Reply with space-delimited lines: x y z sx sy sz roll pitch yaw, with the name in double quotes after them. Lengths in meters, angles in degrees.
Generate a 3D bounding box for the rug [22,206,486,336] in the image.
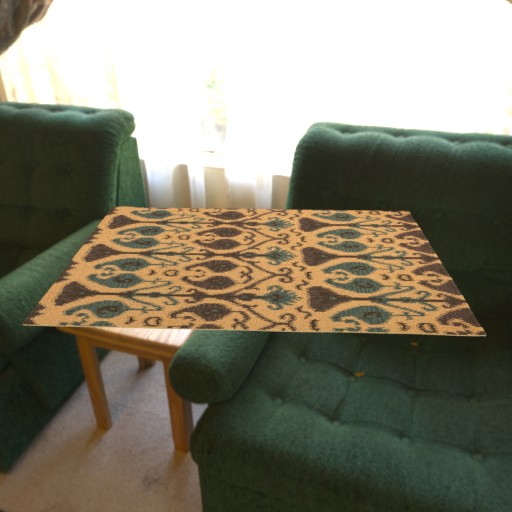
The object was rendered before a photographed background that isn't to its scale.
0.000 0.000 2.073 1.698 0.013 1.072 1 30 2 "rug"
